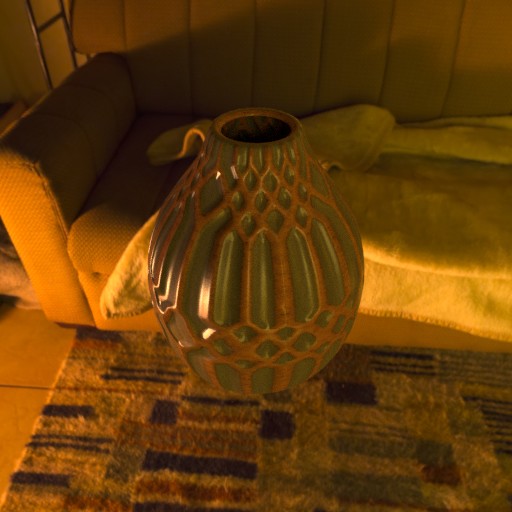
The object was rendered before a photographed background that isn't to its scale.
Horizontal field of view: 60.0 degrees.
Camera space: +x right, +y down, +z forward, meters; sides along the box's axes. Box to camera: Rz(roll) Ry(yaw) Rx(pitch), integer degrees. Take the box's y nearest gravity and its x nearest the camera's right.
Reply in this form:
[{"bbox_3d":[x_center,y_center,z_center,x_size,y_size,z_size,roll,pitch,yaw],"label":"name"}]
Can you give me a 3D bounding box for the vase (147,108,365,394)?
[{"bbox_3d":[0.000,0.000,0.141,0.069,0.088,0.069,0,41,0],"label":"vase"}]
